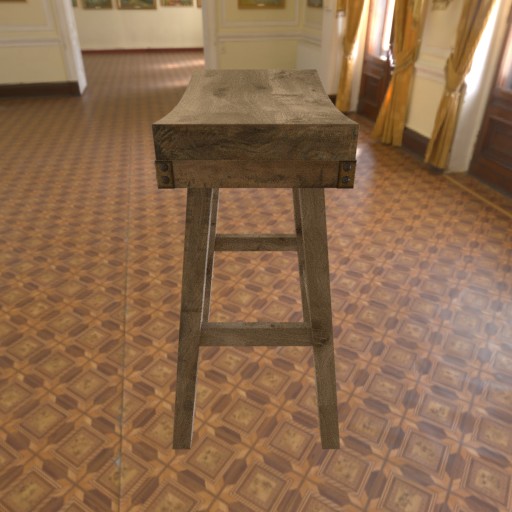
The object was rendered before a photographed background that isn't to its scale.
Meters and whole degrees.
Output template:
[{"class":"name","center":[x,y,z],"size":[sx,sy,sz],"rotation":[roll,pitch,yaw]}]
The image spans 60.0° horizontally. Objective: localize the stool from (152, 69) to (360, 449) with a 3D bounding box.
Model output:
[{"class":"stool","center":[0.000,0.000,0.890],"size":[0.330,0.635,0.450],"rotation":[0,31,0]}]
